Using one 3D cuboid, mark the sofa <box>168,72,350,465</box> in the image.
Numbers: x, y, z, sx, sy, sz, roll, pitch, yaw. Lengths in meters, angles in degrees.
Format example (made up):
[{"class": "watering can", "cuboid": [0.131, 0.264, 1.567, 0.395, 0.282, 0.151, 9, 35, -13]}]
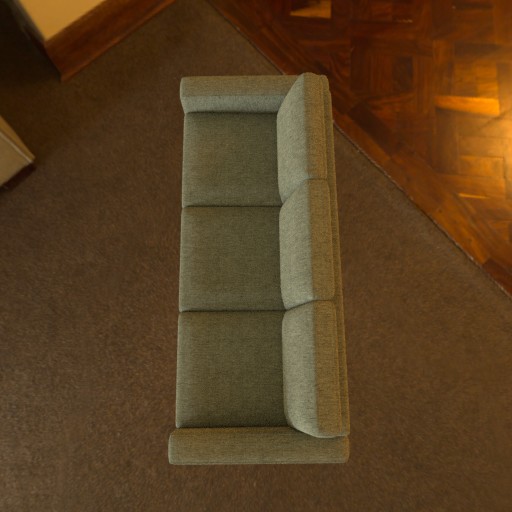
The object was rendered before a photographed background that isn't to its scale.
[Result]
[{"class": "sofa", "cuboid": [0.000, 0.000, 2.550, 0.900, 0.800, 2.160, -1, 77, 0]}]
